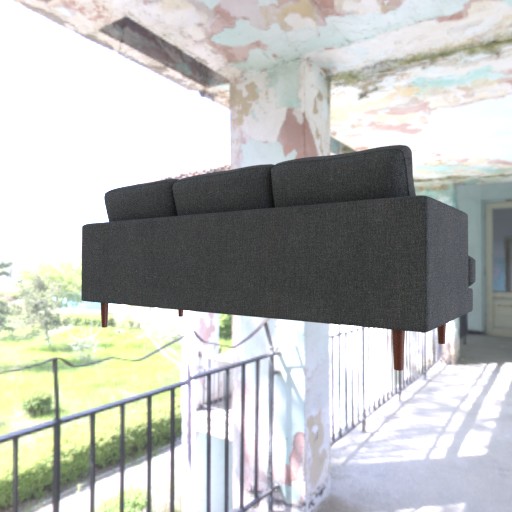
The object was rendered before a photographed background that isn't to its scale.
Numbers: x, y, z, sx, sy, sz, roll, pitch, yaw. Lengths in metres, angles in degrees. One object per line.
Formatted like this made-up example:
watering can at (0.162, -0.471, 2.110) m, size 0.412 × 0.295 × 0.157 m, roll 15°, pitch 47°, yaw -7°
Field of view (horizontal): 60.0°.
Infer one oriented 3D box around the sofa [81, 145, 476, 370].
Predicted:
sofa at (0.000, 0.000, 2.643) m, size 2.246 × 0.930 × 0.903 m, roll 0°, pitch -1°, yaw 36°
